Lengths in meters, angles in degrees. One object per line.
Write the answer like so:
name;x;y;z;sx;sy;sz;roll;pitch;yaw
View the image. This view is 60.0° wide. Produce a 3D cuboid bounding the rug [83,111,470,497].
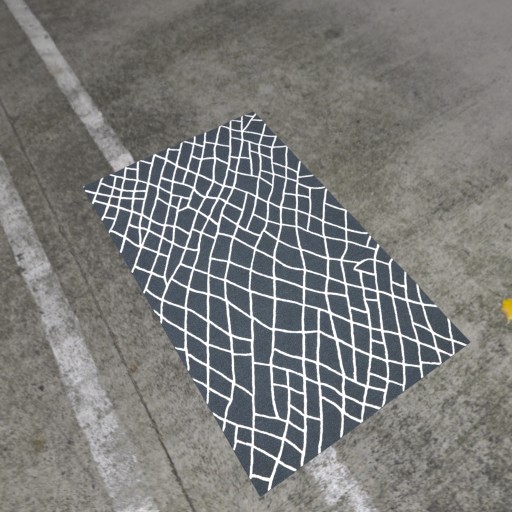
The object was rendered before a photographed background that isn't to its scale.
rug;0.000;0.000;3.009;1.529;0.017;2.448;-29;63;-16
